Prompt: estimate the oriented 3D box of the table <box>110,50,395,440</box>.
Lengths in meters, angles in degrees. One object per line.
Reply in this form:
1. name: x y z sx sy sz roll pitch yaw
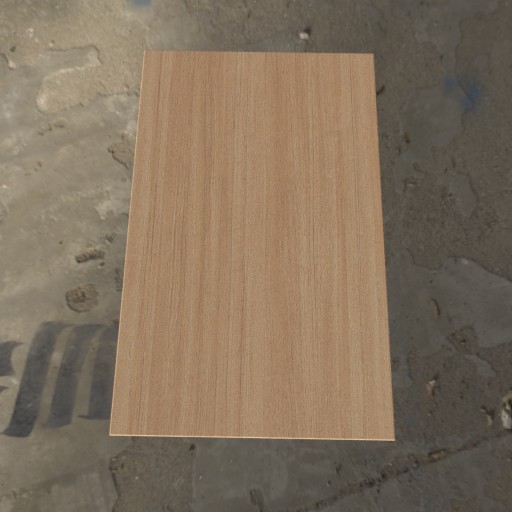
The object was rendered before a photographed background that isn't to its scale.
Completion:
1. table: 0.000 0.000 1.572 0.700 0.734 1.100 1 76 0
